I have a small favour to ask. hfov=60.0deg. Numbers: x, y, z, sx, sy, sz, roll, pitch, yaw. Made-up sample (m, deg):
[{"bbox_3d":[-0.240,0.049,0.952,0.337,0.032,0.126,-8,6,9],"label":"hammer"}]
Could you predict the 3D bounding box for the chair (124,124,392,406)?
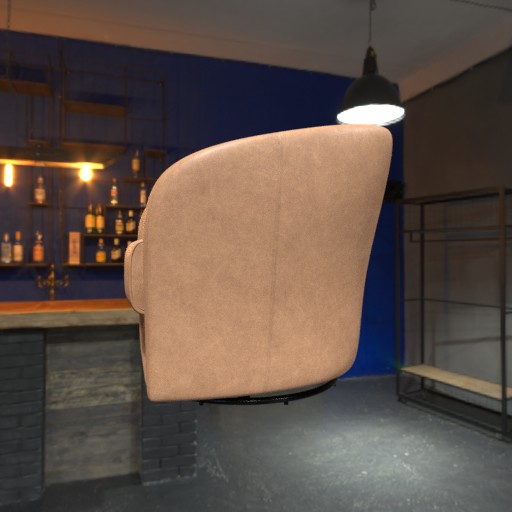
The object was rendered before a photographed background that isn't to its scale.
[{"bbox_3d":[0.000,0.000,1.431,0.815,0.771,0.791,0,1,-16],"label":"chair"}]
